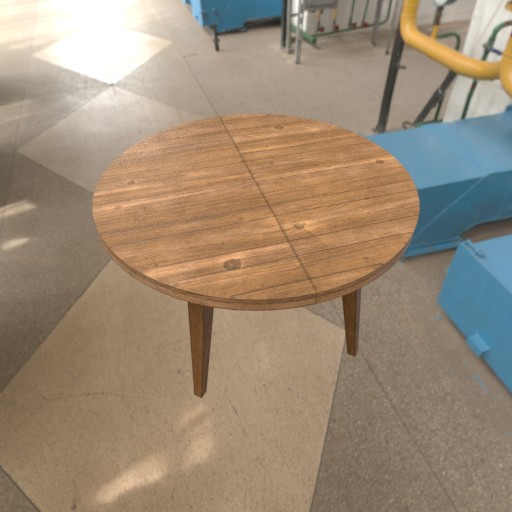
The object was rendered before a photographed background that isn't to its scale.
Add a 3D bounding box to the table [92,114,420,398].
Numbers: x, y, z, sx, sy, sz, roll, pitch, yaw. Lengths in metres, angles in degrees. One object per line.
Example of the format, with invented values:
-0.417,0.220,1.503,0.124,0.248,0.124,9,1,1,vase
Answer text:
0.000,0.000,1.959,1.213,0.764,1.213,0,42,0,table
